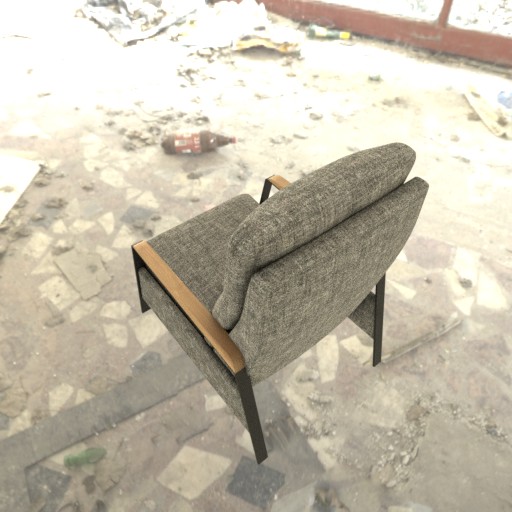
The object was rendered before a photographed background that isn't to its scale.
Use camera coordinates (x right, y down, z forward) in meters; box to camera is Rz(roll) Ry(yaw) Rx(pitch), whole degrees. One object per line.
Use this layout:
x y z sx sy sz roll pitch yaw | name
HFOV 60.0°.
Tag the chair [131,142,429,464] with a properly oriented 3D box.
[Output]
0.000 0.000 1.599 0.671 1.042 0.868 -30 54 -25 | chair
